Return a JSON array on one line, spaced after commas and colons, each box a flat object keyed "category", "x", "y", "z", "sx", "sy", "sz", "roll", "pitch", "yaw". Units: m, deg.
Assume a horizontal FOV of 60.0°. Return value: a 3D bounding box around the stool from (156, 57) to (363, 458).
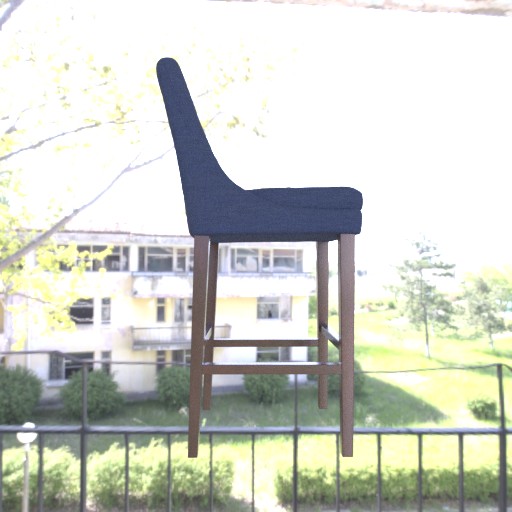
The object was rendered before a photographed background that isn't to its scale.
[{"category": "stool", "x": 0.000, "y": 0.000, "z": 1.392, "sx": 0.577, "sy": 1.078, "sz": 0.470, "roll": 0, "pitch": -1, "yaw": -1}]
